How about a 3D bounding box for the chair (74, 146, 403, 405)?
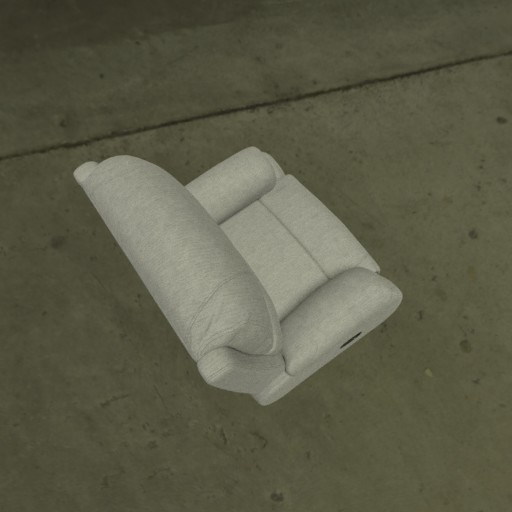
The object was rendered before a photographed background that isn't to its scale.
[{"bbox_3d":[0.000,0.000,1.766,0.899,1.011,0.930,-31,64,-17],"label":"chair"}]
